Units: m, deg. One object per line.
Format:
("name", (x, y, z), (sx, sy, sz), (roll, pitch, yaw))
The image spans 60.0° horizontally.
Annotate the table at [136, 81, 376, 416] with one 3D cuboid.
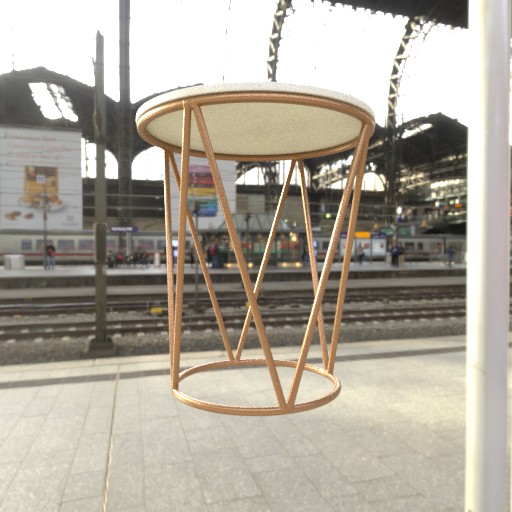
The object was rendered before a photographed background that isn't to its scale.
("table", (0.000, 0.000, 0.960), (0.500, 0.564, 0.500), (0, 1, 0))
